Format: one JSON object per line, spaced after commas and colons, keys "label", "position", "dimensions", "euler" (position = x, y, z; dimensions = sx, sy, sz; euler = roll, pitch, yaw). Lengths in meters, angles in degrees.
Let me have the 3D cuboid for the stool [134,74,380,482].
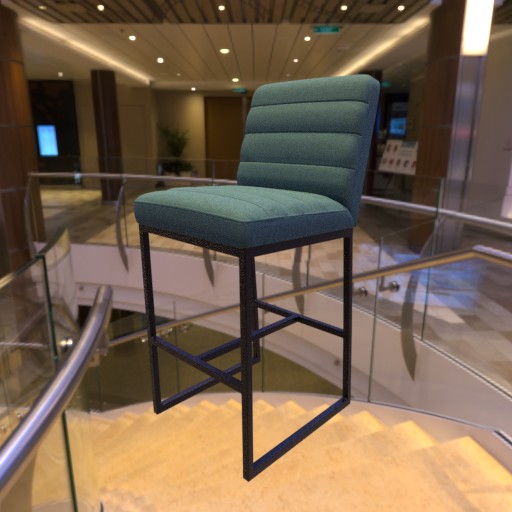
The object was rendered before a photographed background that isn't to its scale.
{"label": "stool", "position": [0.000, 0.000, 1.342], "dimensions": [0.460, 1.040, 0.560], "euler": [14, 21, 42]}
